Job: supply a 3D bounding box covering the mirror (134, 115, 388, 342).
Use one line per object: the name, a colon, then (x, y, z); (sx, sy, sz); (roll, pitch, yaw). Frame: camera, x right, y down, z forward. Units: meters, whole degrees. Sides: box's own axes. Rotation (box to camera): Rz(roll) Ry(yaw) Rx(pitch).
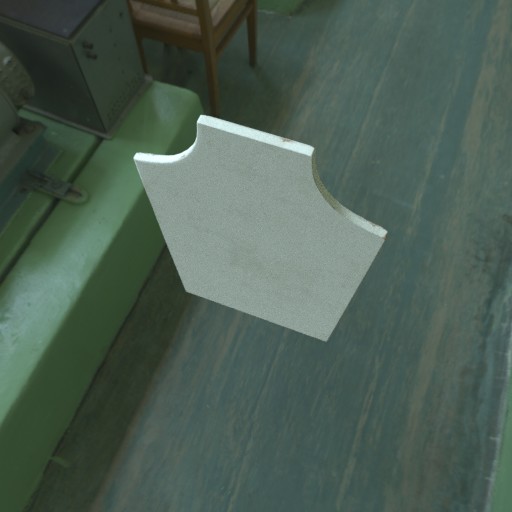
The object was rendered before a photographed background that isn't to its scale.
mirror: (0.000, 0.000, 0.871); (0.403, 0.717, 0.022); (19, 66, 9)
